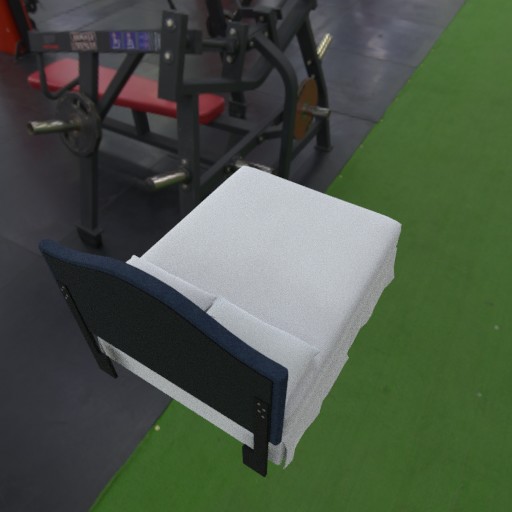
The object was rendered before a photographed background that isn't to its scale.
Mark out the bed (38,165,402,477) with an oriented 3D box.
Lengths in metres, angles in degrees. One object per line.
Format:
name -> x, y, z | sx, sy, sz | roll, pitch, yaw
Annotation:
bed -> 0.000, 0.000, 3.282 | 1.725, 1.518, 2.153 | 24, 51, 21
